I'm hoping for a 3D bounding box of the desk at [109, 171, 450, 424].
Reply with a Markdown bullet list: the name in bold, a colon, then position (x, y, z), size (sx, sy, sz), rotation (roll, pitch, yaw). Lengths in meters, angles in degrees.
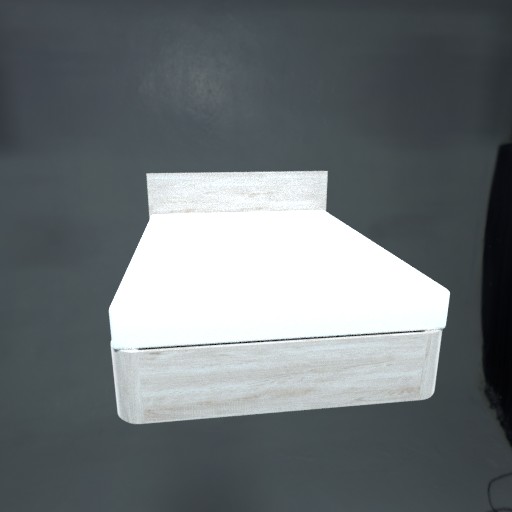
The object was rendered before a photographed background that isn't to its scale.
- **desk**: position (0.000, 0.000, 2.637), size (1.400, 0.800, 1.900), rotation (-2, 16, -8)
